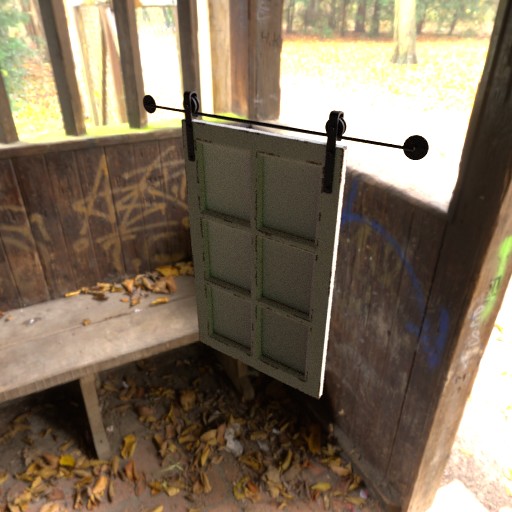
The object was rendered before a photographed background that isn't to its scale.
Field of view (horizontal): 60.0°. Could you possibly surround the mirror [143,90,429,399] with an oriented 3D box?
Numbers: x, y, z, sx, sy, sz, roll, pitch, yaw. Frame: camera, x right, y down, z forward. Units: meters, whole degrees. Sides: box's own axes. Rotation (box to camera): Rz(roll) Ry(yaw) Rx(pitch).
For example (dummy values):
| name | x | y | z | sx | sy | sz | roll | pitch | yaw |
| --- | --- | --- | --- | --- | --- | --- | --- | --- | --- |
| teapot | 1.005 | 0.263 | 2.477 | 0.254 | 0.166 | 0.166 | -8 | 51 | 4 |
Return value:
| name | x | y | z | sx | sy | sz | roll | pitch | yaw |
| --- | --- | --- | --- | --- | --- | --- | --- | --- | --- |
| mirror | 0.000 | 0.000 | 1.250 | 0.808 | 0.844 | 0.037 | 19 | 35 | 29 |
